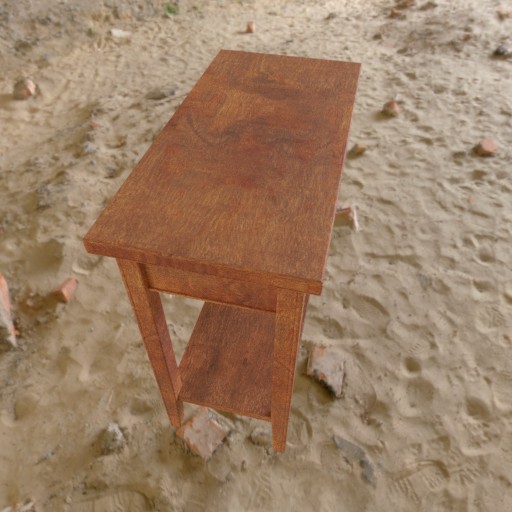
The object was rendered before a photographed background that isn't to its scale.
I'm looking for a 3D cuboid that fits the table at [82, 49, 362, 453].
[{"bbox_3d":[0.000,0.000,0.957,0.305,0.610,0.610,10,47,9],"label":"table"}]
